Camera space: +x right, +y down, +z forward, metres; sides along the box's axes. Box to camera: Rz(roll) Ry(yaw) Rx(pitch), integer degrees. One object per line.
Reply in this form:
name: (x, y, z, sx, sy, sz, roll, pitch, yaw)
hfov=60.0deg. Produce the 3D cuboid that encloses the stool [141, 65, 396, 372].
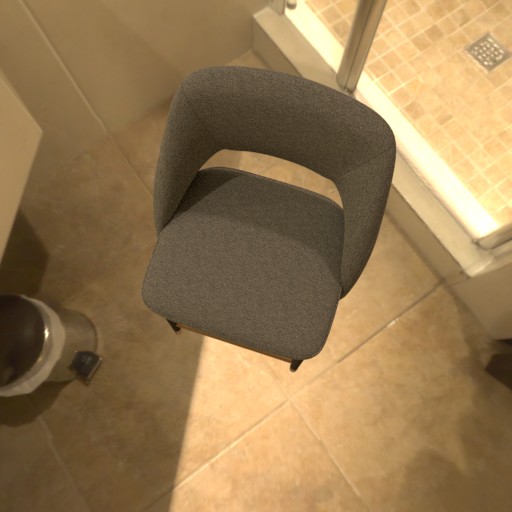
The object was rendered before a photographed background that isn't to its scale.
stool: (0.000, 0.000, 1.232, 0.536, 0.925, 0.524, 17, 76, 4)
